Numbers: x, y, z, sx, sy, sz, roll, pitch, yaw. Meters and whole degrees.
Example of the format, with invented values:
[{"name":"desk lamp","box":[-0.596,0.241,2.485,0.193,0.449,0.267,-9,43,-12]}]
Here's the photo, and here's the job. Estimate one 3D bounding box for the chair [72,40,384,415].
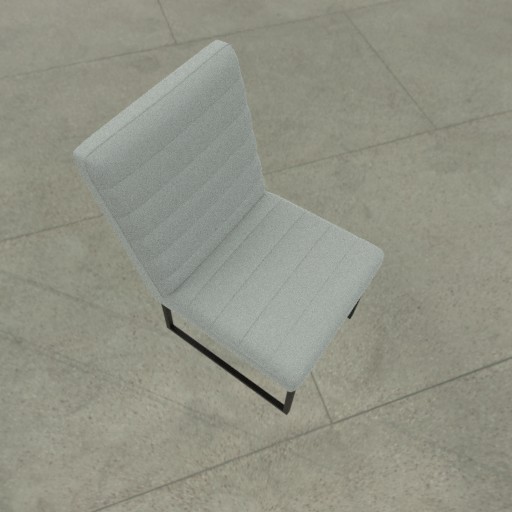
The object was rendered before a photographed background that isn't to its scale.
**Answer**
[{"name":"chair","box":[0.000,0.000,1.330,0.634,0.930,0.520,32,63,18]}]
